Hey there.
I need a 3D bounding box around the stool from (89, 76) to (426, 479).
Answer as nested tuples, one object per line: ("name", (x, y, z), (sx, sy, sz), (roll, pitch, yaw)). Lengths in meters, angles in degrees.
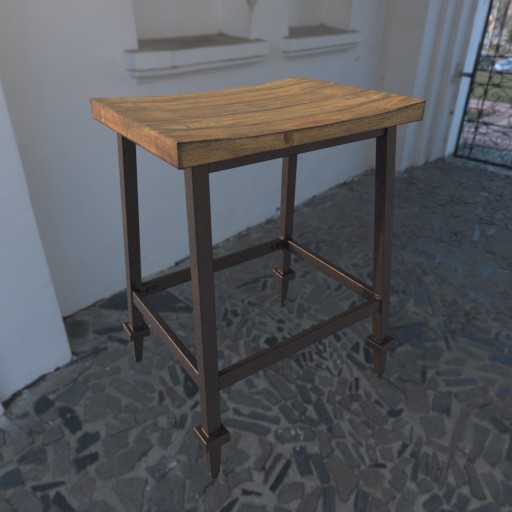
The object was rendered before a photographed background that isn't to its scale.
("stool", (0.000, 0.000, 0.920), (0.486, 0.625, 0.405), (-19, 35, -30))
